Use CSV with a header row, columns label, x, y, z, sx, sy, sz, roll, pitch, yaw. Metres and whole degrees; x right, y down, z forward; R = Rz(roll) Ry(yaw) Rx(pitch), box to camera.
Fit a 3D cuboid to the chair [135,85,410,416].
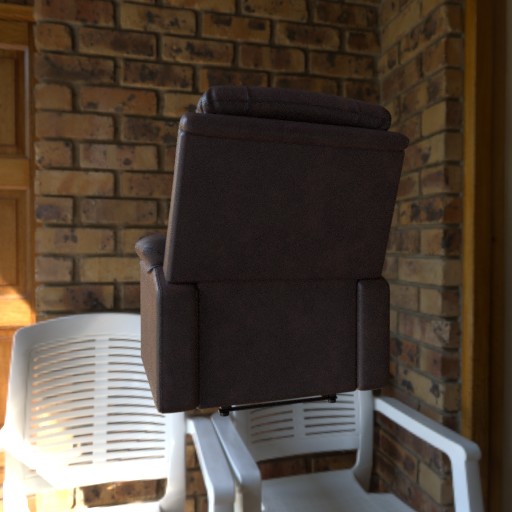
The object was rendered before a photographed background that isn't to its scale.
label,x,y,z,sx,sy,sz,roll,pitch,yaw
chair,0.000,0.000,1.672,0.855,0.992,0.919,0,1,-18
